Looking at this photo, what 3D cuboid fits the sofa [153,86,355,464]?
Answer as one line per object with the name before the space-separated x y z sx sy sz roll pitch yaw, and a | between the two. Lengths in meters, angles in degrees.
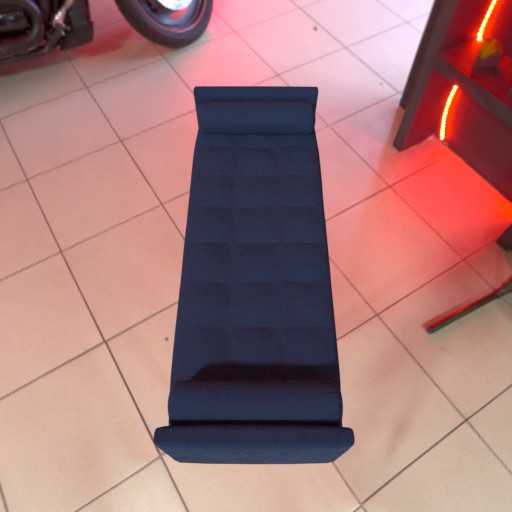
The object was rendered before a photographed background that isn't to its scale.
sofa | 0.000 0.000 2.493 0.797 0.657 2.102 0 59 0
